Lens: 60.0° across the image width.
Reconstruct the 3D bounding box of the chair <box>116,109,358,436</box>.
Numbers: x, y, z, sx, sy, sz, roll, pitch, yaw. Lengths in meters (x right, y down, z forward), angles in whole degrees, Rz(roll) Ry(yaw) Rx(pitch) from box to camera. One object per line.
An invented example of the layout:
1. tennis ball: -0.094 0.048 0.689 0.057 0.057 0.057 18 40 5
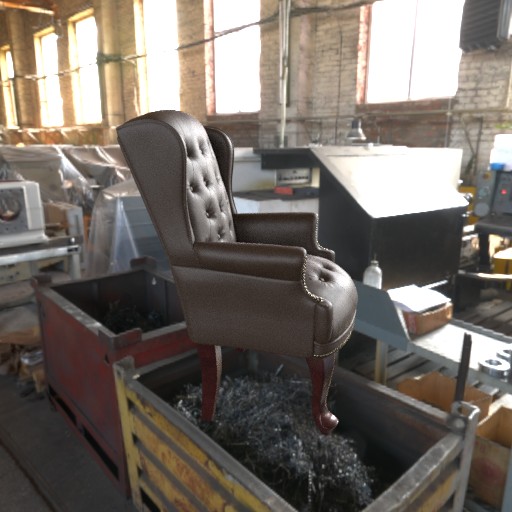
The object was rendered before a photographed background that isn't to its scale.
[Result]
1. chair: 0.000 0.000 1.787 0.819 1.132 0.829 3 14 10
